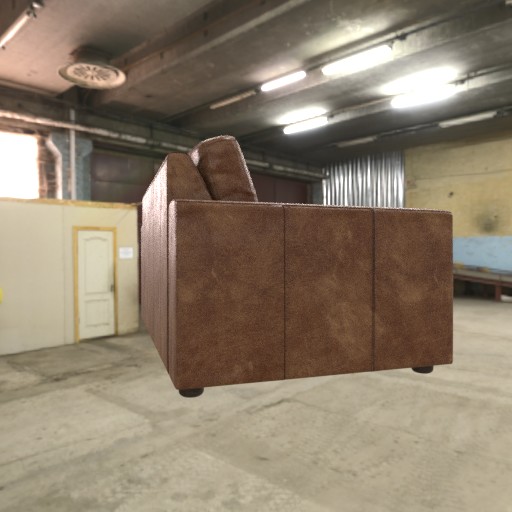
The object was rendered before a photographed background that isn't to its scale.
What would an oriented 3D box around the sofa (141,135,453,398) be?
[{"bbox_3d":[0.000,0.000,2.258,1.041,0.889,1.626,0,0,-18],"label":"sofa"}]
